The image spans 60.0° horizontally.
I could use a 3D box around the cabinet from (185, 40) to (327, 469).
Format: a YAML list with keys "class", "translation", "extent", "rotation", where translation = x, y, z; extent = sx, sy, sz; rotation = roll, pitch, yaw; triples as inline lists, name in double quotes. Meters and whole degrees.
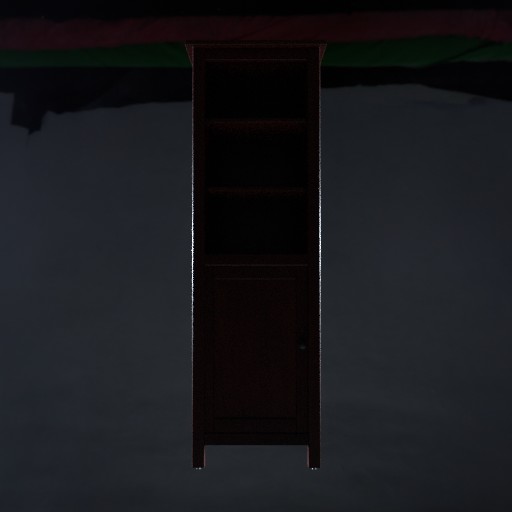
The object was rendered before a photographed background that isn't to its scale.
- class: "cabinet"
  translation: [0.000, 0.000, 1.754]
  extent: [0.500, 1.518, 0.401]
  rotation: [0, -1, 0]
